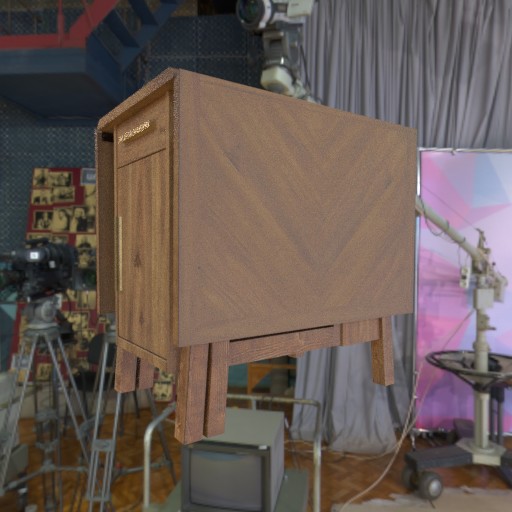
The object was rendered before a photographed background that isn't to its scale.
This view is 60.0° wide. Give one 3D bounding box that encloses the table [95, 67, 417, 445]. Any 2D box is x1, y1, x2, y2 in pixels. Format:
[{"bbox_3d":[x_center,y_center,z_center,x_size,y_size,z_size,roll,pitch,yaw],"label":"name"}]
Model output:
[{"bbox_3d":[0.000,0.000,1.653,0.967,0.981,0.701,-1,2,-36],"label":"table"}]
